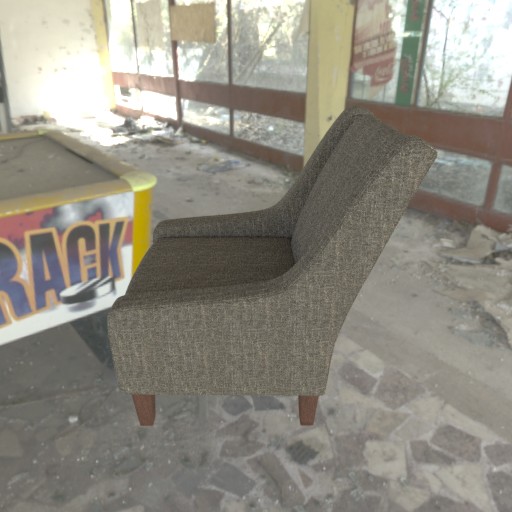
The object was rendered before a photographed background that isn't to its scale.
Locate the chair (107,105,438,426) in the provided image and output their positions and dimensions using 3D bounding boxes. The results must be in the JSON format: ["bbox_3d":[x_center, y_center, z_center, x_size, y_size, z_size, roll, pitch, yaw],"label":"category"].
[{"bbox_3d":[0.000,0.000,1.689,0.944,1.012,0.793,0,25,0],"label":"chair"}]
